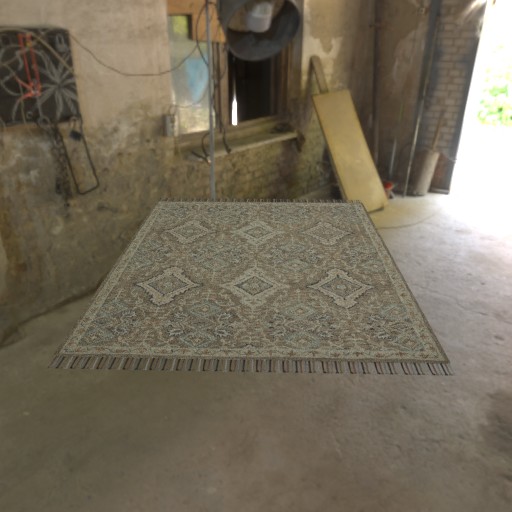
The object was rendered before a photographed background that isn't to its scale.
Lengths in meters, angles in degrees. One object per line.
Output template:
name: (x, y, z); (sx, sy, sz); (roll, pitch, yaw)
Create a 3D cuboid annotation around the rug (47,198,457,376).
rug: (0.000, 0.000, 3.981); (2.437, 0.010, 3.056); (1, 27, 1)
